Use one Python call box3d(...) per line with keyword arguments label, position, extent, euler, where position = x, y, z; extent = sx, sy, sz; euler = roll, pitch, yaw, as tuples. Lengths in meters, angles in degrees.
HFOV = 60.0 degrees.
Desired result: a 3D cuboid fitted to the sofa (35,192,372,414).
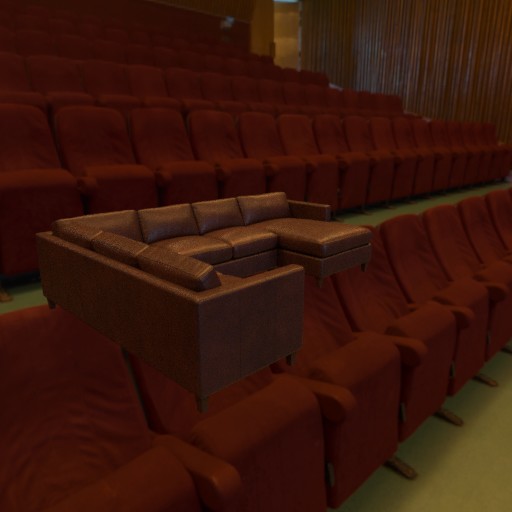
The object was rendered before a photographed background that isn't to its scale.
box3d(label="sofa", position=(0.000, 0.000, 4.446), extent=(3.324, 0.891, 2.452), euler=(-15, 21, -43))
